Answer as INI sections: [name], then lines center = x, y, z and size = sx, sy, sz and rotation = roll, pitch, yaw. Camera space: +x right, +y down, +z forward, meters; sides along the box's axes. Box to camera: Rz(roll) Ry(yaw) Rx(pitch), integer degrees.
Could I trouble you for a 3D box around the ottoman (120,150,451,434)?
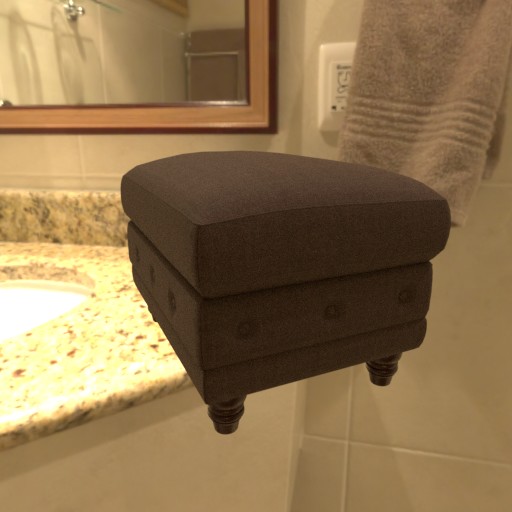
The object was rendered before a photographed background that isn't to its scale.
[ottoman]
center = 0.000, 0.000, 1.242
size = 0.599, 0.555, 0.809
rotation = -8, 19, -24
